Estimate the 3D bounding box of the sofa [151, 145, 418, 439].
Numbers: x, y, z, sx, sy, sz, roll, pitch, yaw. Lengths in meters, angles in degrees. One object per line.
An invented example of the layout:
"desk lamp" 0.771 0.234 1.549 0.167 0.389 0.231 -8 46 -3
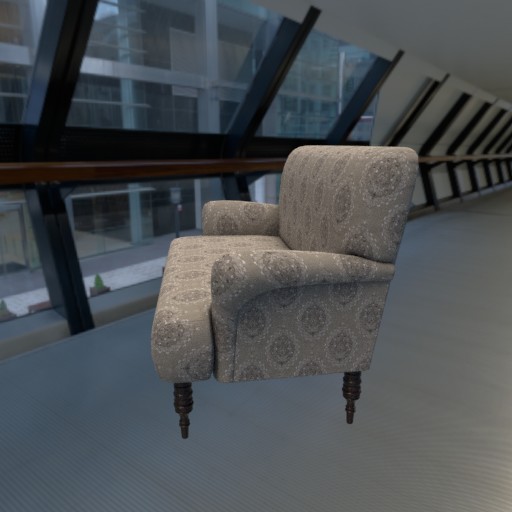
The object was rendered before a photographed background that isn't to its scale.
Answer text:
"sofa" 0.000 0.000 1.845 0.779 0.889 1.297 -2 14 -8
